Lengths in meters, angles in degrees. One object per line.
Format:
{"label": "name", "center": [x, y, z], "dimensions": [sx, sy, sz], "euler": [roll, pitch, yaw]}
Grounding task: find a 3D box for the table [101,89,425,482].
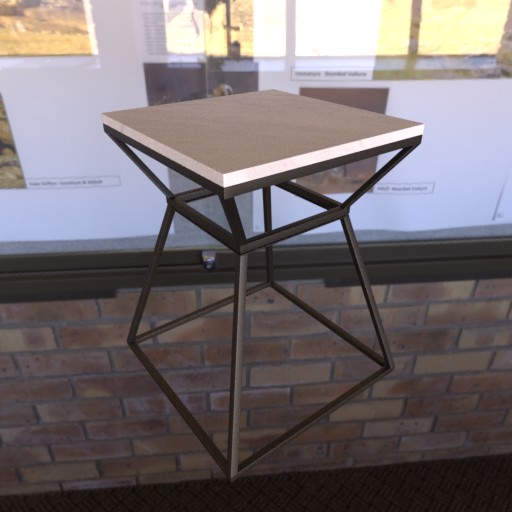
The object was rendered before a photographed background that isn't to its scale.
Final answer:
{"label": "table", "center": [0.000, 0.000, 0.917], "dimensions": [0.455, 0.559, 0.455], "euler": [-21, 36, -31]}
